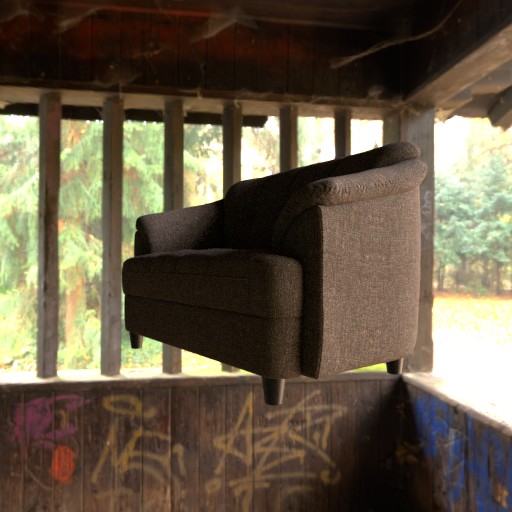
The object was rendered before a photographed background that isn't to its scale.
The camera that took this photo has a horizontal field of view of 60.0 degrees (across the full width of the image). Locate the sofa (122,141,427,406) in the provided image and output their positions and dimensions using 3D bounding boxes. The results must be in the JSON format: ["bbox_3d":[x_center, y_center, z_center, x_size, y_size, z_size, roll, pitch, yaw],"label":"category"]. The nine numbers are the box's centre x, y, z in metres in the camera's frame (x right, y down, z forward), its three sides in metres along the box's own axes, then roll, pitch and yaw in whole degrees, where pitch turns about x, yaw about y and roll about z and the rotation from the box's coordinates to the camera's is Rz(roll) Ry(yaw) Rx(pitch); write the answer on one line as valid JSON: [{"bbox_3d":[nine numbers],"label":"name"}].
[{"bbox_3d":[0.000,0.000,1.955,0.799,0.895,1.404,1,-1,-37],"label":"sofa"}]
